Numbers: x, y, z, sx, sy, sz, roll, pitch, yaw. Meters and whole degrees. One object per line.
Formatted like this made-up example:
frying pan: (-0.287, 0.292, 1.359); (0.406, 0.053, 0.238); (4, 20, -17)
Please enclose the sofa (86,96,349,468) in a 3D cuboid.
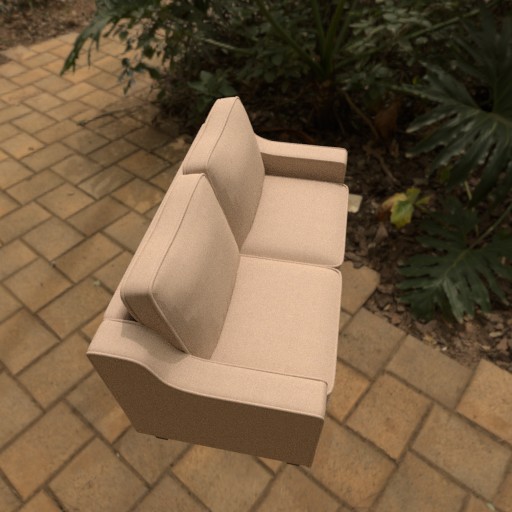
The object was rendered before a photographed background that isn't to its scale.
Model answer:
sofa: (0.000, 0.000, 3.443); (1.351, 1.562, 2.587); (8, 47, 7)
